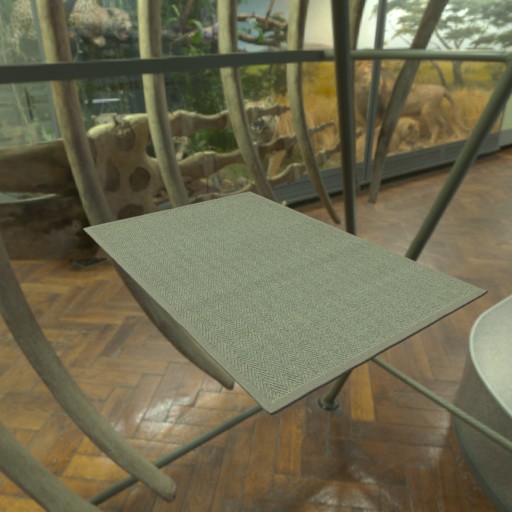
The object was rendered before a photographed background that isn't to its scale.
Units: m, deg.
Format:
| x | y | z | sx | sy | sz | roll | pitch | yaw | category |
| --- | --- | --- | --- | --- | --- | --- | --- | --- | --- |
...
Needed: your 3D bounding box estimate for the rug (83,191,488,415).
| x | y | z | sx | sy | sz | roll | pitch | yaw | category |
| --- | --- | --- | --- | --- | --- | --- | --- | --- | --- |
| 0.000 | 0.000 | 2.899 | 1.540 | 0.021 | 2.290 | -18 | 31 | -32 | rug |
